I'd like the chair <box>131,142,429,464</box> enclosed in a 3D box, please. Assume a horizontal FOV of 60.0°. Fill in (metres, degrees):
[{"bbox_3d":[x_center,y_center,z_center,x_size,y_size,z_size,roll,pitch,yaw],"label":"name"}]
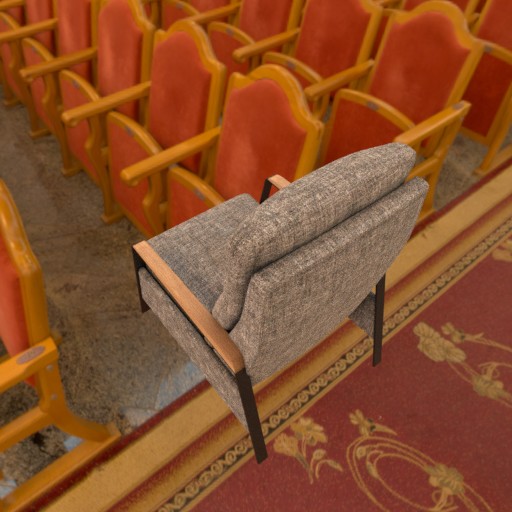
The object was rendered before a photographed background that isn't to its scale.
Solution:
[{"bbox_3d":[0.000,0.000,1.599,0.671,1.042,0.868,-30,54,-25],"label":"chair"}]
